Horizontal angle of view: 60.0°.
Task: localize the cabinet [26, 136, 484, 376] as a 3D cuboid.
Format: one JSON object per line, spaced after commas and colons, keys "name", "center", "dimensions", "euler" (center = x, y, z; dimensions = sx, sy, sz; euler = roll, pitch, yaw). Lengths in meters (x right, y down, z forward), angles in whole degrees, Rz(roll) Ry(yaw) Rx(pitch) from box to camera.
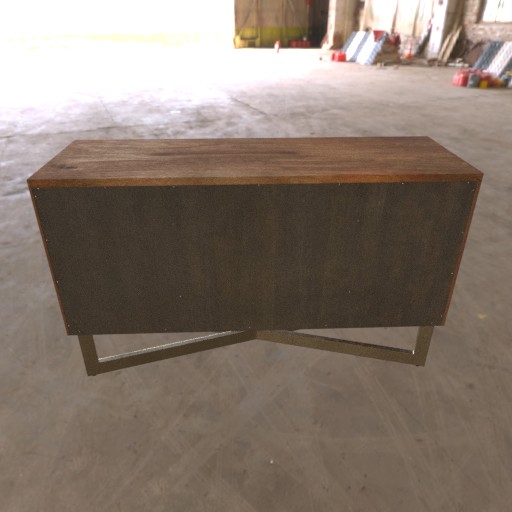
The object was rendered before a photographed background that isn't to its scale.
{"name": "cabinet", "center": [0.000, 0.000, 1.735], "dimensions": [1.373, 0.812, 0.480], "euler": [-1, 29, -2]}
